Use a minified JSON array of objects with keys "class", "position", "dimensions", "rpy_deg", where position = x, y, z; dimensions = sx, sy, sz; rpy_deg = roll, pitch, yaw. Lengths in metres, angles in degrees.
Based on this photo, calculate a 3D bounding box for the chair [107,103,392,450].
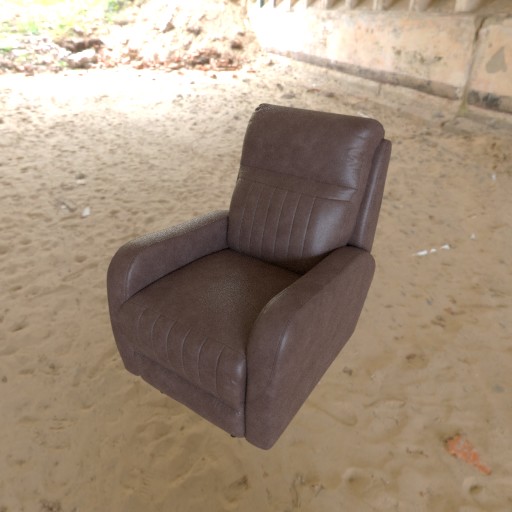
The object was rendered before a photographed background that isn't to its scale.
[{"class":"chair","position":[0.000,0.000,1.887],"dimensions":[0.865,1.067,1.067],"rpy_deg":[19,35,30]}]
